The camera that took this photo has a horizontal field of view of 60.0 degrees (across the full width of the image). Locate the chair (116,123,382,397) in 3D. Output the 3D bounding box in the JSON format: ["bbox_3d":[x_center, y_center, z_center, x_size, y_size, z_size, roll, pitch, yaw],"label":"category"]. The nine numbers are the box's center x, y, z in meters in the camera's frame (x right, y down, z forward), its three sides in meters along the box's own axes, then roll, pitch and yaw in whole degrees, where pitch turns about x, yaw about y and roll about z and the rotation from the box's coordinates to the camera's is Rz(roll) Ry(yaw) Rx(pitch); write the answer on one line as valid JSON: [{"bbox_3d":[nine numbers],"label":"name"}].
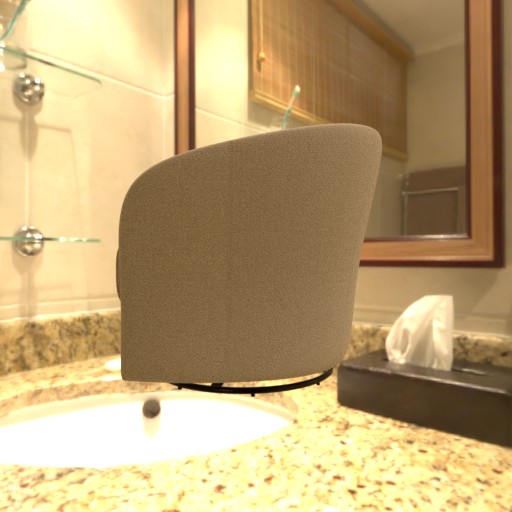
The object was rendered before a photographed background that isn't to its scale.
[{"bbox_3d":[0.000,0.000,1.506,0.815,0.771,0.791,0,0,2],"label":"chair"}]
